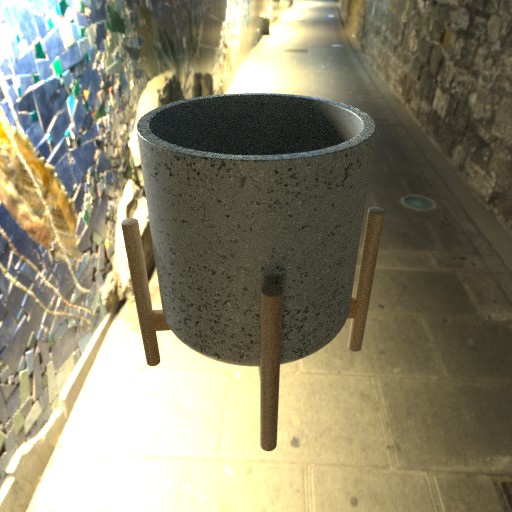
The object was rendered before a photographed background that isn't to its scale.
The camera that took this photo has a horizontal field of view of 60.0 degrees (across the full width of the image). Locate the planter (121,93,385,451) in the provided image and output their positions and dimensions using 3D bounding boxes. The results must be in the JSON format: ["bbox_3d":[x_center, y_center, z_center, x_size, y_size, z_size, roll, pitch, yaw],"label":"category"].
[{"bbox_3d":[0.000,0.000,0.685,0.360,0.419,0.360,9,34,14],"label":"planter"}]
